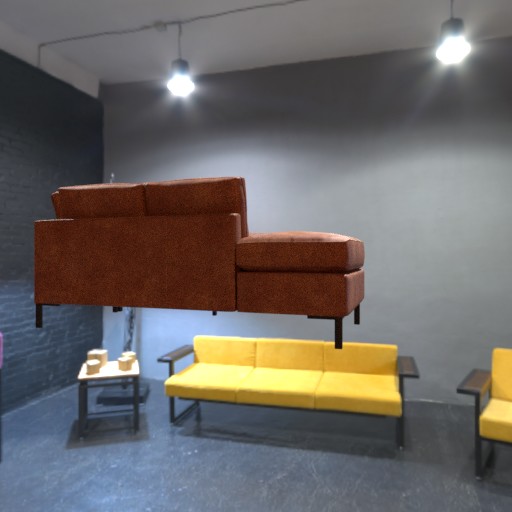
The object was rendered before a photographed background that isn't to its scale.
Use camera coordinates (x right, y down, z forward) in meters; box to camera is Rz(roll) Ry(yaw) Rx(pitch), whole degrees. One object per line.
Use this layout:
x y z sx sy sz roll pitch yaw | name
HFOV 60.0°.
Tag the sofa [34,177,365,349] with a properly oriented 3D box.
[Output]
0.000 0.000 3.796 1.938 0.877 2.984 0 0 19 | sofa
